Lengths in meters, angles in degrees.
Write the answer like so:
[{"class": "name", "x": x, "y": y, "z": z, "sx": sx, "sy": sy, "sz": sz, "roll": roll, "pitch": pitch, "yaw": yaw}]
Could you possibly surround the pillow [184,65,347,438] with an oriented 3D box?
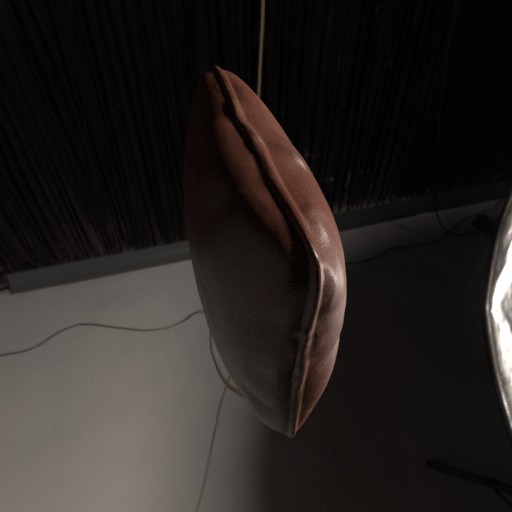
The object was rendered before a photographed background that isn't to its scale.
[{"class": "pillow", "x": 0.000, "y": 0.000, "z": 0.822, "sx": 0.236, "sy": 0.523, "sz": 0.532, "roll": -12, "pitch": 48, "yaw": -11}]
